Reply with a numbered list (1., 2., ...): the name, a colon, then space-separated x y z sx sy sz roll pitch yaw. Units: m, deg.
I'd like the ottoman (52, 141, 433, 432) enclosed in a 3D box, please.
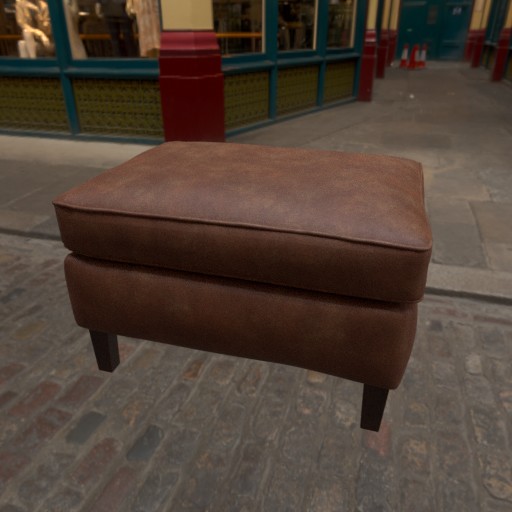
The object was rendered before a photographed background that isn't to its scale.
1. ottoman: 0.000 0.000 0.973 0.665 0.418 0.501 8 29 14
